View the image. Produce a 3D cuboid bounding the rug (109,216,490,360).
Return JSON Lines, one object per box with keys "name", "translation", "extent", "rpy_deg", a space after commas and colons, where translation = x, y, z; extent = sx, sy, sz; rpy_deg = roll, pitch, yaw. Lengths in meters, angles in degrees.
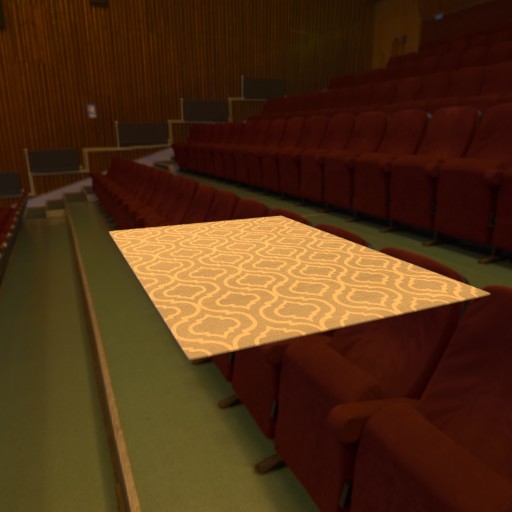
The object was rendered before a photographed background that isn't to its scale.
{"name": "rug", "translation": [0.000, 0.000, 2.676], "extent": [1.451, 0.010, 2.080], "rpy_deg": [-7, 18, -24]}
